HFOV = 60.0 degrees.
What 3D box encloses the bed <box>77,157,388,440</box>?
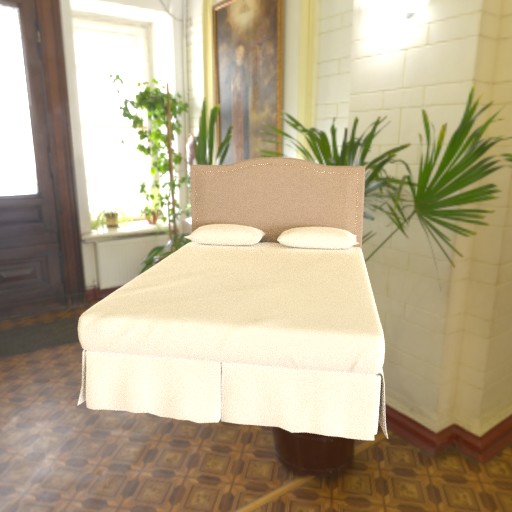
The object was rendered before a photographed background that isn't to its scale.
[{"bbox_3d":[0.000,0.000,3.405,1.821,1.436,2.282,2,14,10],"label":"bed"}]
